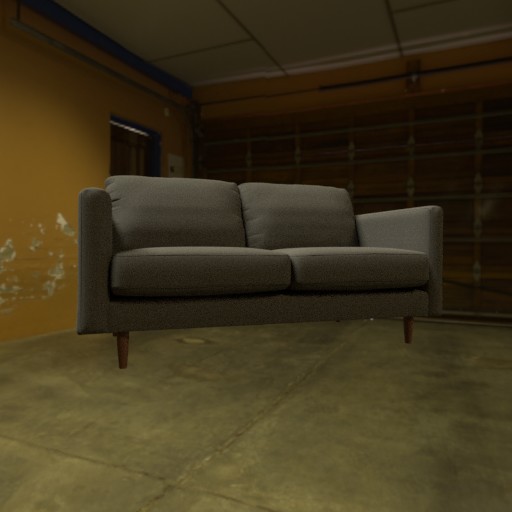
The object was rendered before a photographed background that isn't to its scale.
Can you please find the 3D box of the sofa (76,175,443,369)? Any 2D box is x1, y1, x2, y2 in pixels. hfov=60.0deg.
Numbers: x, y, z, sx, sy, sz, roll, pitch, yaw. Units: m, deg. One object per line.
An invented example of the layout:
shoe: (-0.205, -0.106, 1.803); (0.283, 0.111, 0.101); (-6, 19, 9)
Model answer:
sofa: (0.000, 0.000, 2.311); (1.713, 0.866, 0.940); (0, 1, -20)
